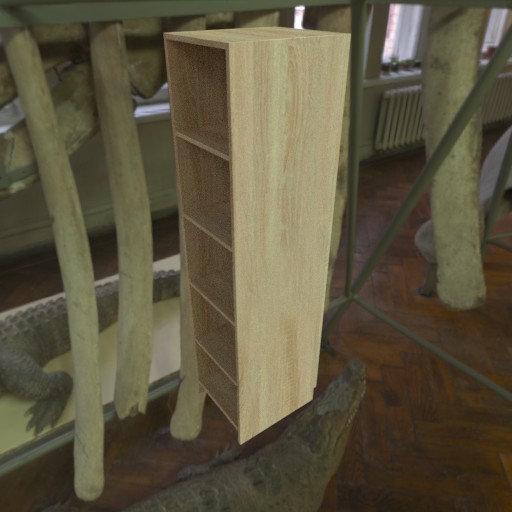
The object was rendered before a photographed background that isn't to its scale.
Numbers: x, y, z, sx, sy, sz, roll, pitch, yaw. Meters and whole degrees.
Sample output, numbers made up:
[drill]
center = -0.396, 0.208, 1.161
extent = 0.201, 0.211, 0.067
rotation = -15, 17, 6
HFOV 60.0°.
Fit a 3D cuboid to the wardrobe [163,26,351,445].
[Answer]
[wardrobe]
center = 0.000, 0.000, 2.351
extent = 0.588, 2.117, 0.496
rotation = -21, 37, -30
